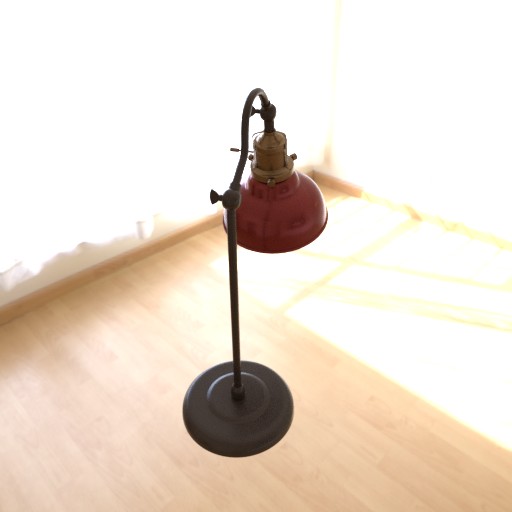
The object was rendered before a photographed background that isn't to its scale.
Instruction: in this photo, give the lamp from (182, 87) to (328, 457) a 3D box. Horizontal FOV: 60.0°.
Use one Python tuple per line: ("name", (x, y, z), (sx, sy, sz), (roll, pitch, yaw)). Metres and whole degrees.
("lamp", (0.000, 0.000, 0.700), (0.192, 0.508, 0.374), (11, 34, 16))
